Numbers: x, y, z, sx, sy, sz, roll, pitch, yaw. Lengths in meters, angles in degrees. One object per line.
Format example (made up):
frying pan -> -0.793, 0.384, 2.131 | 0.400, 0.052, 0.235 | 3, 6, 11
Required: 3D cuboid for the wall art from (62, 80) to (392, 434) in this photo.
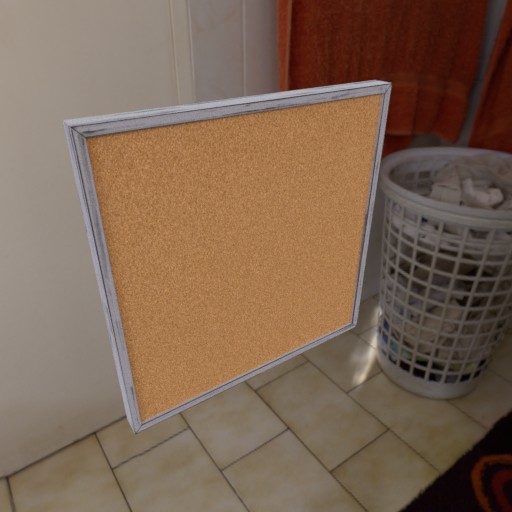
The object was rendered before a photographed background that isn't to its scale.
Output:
wall art -> 0.000, 0.000, 0.741 | 0.506, 0.506, 0.038 | -19, 35, -28
